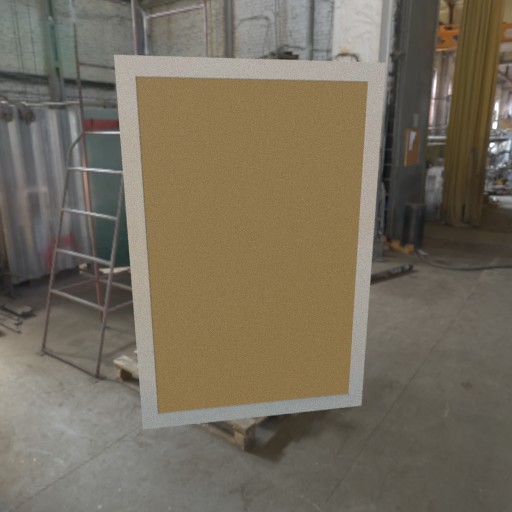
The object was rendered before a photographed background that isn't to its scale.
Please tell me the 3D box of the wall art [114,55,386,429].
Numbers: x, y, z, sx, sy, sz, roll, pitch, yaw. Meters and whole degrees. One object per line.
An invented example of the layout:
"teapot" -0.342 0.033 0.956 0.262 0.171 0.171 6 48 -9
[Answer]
"wall art" 0.000 0.000 1.397 0.764 1.143 0.038 -3 15 -10
